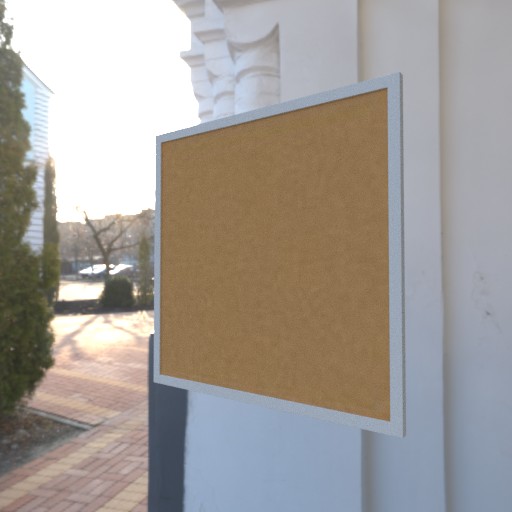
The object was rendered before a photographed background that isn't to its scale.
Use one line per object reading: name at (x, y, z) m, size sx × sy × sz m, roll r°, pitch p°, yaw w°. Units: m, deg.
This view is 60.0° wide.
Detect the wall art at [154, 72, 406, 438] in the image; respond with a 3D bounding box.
wall art at (0.000, 0.000, 0.692) m, size 0.457 × 0.457 × 0.012 m, roll -1°, pitch -2°, yaw 36°
